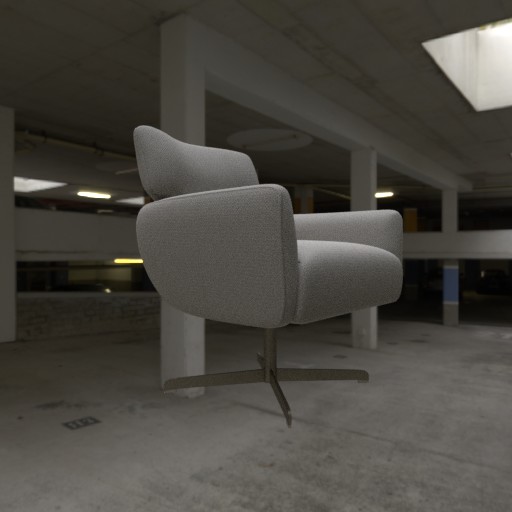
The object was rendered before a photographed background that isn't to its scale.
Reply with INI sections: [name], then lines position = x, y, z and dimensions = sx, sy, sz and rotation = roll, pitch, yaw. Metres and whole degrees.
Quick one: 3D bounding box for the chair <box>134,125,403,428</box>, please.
[chair]
position = 0.000, 0.000, 1.396
dimensions = 0.730, 0.810, 0.760
rotation = 0, 0, 37
